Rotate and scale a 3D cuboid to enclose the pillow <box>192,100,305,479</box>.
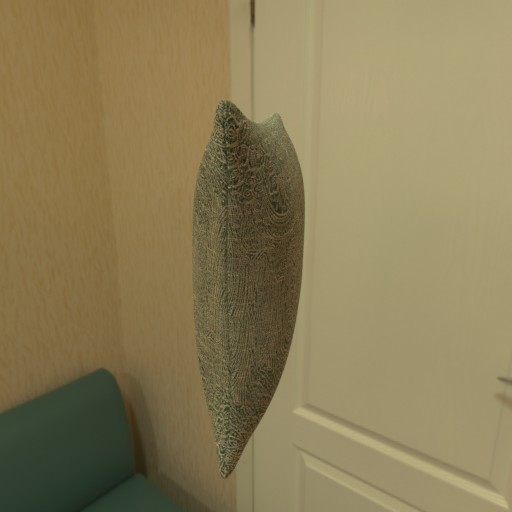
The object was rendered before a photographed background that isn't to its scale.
[{"bbox_3d":[0.000,0.000,0.801,0.166,0.507,0.526,3,17,8],"label":"pillow"}]
